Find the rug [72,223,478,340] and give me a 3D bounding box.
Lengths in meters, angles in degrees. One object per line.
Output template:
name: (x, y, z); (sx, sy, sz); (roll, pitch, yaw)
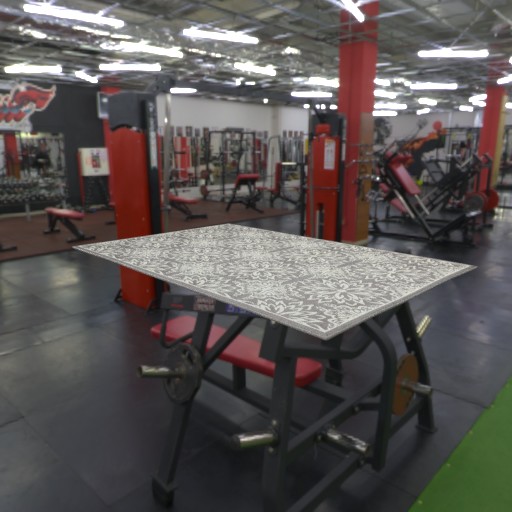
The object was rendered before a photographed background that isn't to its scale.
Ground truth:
rug: (0.000, 0.000, 2.385); (1.224, 0.012, 1.847); (-13, 18, -43)
